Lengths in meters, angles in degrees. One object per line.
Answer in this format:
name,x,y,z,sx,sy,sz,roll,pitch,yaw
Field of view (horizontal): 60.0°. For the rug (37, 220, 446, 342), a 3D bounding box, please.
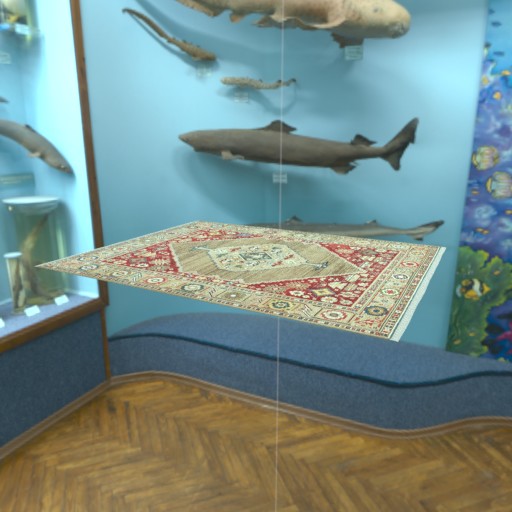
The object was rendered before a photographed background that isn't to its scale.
rug,0.000,0.000,4.238,3.143,0.008,2.451,8,17,27
